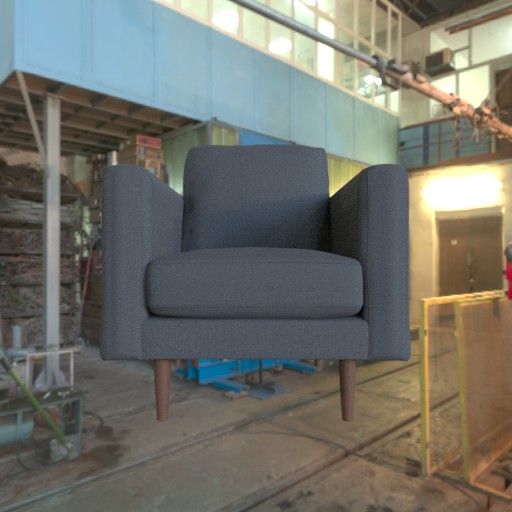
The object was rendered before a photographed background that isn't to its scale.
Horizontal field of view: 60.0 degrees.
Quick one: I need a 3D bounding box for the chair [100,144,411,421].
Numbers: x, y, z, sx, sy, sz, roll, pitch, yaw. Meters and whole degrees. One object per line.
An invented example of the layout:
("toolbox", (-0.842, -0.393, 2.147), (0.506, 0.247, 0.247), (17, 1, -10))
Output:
("chair", (0.000, 0.000, 1.566), (0.854, 0.927, 0.800), (0, 0, 0))
